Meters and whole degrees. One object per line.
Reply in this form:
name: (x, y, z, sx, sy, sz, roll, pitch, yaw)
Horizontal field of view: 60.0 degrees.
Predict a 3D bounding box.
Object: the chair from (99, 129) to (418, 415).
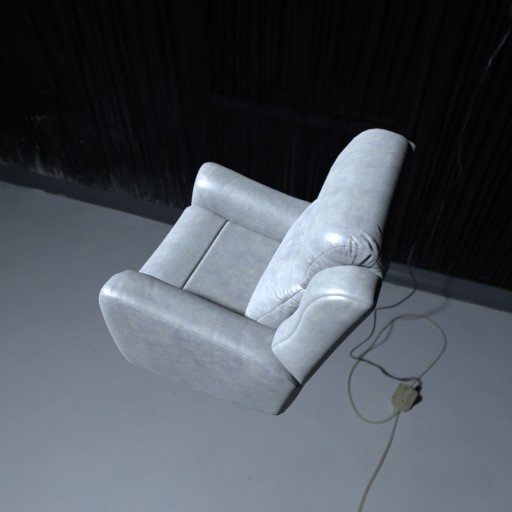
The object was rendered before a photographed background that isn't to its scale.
chair: (0.000, 0.000, 1.937, 1.068, 1.116, 0.967, 17, 50, 15)
